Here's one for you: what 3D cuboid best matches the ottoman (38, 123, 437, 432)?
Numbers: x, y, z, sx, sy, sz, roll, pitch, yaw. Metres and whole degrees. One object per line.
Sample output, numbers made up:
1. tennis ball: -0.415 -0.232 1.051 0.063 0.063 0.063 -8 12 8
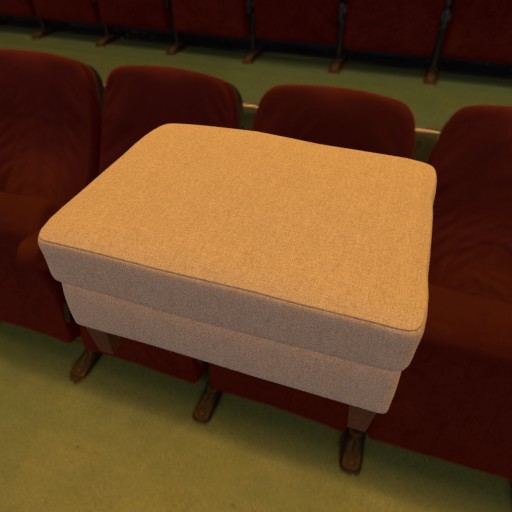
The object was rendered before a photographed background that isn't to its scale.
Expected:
1. ottoman: 0.000 0.000 1.289 0.898 0.519 0.677 13 43 14
